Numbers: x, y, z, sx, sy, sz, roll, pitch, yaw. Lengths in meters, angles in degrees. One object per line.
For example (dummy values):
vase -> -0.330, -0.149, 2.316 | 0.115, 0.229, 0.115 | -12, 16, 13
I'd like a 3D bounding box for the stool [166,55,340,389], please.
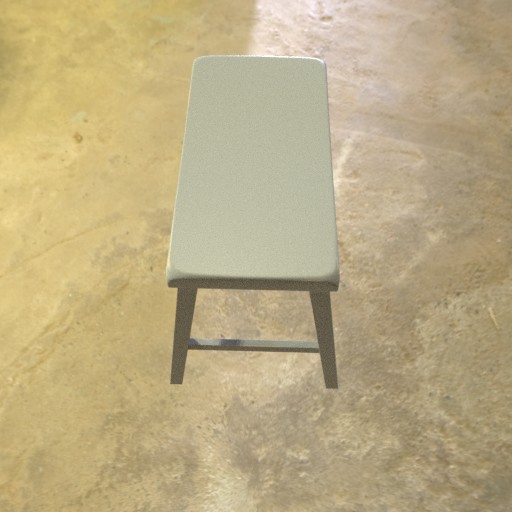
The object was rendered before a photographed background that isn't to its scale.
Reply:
stool -> 0.000, 0.000, 1.032 | 0.476, 0.737, 0.457 | 1, 63, 1
